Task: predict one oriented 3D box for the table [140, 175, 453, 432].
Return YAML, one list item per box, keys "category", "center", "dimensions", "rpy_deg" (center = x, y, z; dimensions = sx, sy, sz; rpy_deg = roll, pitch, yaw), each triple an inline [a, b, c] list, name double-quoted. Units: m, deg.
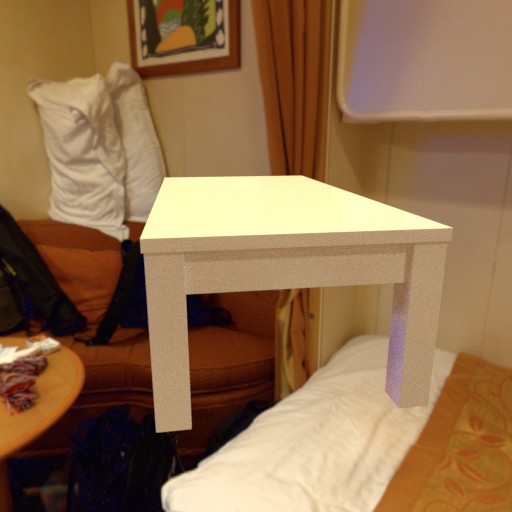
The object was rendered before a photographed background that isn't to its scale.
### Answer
- category: "table"
  center: [0.000, 0.000, 1.669]
  dimensions: [0.700, 0.470, 1.350]
  rpy_deg: [-2, 16, -9]
